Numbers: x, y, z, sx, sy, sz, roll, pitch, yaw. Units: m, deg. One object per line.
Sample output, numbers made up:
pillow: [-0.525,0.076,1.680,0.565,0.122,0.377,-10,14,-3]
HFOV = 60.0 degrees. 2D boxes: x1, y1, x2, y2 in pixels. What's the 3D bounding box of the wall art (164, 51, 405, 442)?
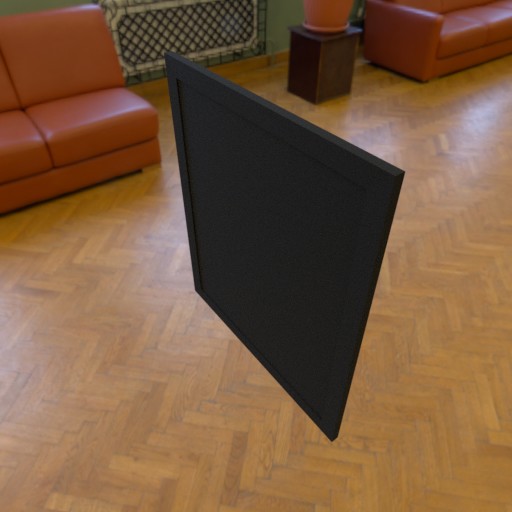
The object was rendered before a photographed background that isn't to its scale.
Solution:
wall art: [0.000,0.000,0.499,0.010,0.361,0.311,-26,48,-27]
